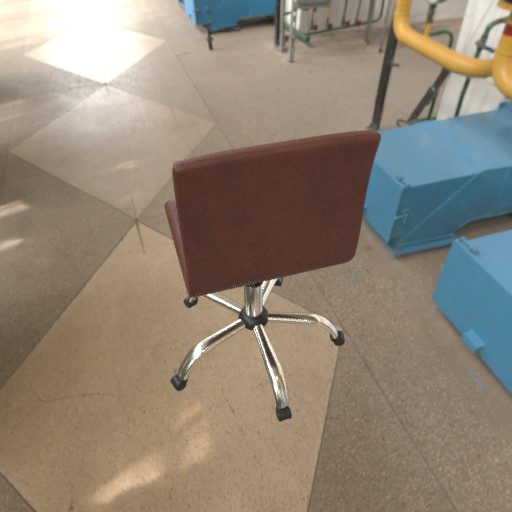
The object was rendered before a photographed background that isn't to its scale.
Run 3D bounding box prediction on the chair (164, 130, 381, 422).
[{"bbox_3d":[0.000,0.000,1.140,0.556,0.780,0.530,-12,44,-13],"label":"chair"}]
